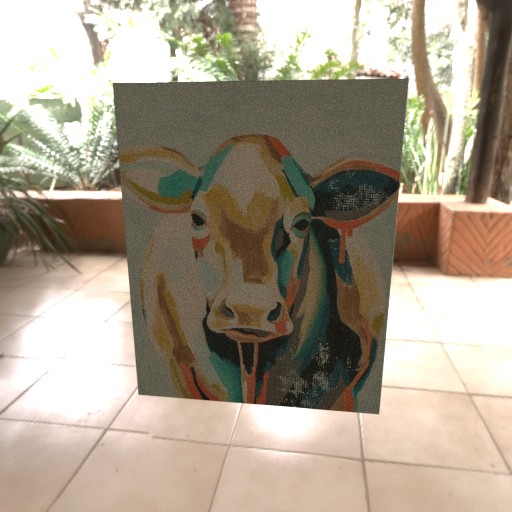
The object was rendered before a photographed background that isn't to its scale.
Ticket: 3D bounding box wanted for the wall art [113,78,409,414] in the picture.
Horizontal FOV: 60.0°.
[{"bbox_3d":[0.000,0.000,0.693,0.409,0.509,0.037,2,16,7],"label":"wall art"}]
